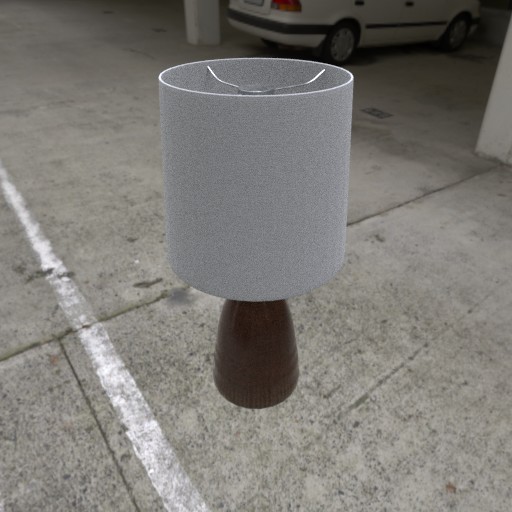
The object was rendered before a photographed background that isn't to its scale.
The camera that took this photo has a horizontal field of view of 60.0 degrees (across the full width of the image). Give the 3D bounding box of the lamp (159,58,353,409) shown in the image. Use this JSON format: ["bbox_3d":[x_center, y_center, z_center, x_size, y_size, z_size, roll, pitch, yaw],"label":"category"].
[{"bbox_3d":[0.000,0.000,0.478,0.186,0.369,0.186,0,33,0],"label":"lamp"}]
